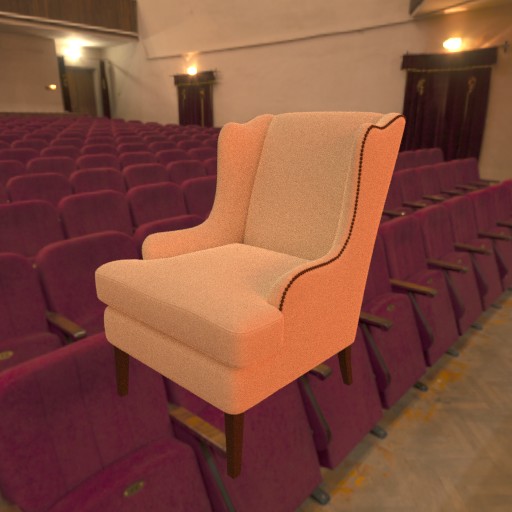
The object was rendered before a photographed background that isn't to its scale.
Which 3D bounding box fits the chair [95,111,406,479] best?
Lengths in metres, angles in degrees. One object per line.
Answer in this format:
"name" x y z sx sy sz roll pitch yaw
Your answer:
"chair" 0.000 0.000 1.645 0.737 1.029 0.940 15 22 40
